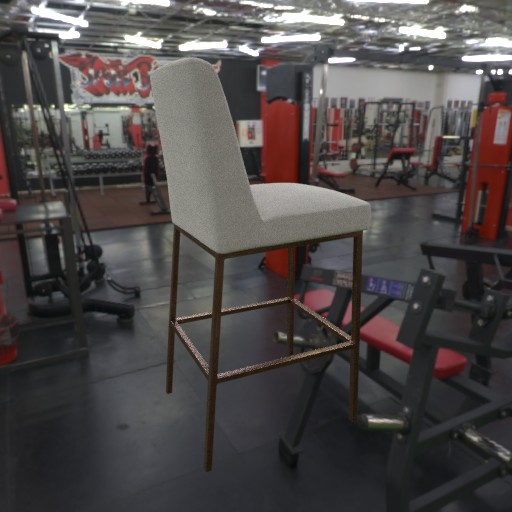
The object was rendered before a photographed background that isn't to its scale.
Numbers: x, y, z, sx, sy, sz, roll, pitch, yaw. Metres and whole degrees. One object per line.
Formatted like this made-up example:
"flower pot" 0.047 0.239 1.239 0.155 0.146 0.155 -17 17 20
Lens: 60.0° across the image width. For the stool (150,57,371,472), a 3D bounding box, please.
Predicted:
"stool" 0.000 0.000 1.386 0.546 1.084 0.462 -8 18 -24
